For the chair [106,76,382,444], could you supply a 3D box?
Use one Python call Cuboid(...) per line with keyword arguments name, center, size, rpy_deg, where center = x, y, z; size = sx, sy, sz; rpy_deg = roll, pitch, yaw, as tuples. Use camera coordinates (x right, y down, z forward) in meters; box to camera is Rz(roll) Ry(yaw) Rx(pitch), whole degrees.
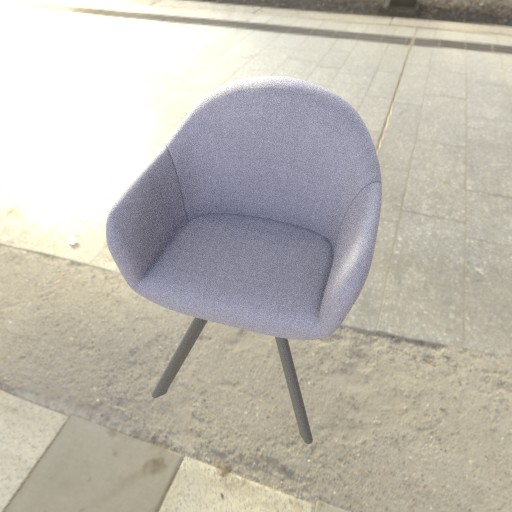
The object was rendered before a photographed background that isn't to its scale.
Cuboid(name="chair", center=(0.000, 0.000, 1.204), size=(0.590, 0.795, 0.550), rpy_deg=(12, 43, 13))
